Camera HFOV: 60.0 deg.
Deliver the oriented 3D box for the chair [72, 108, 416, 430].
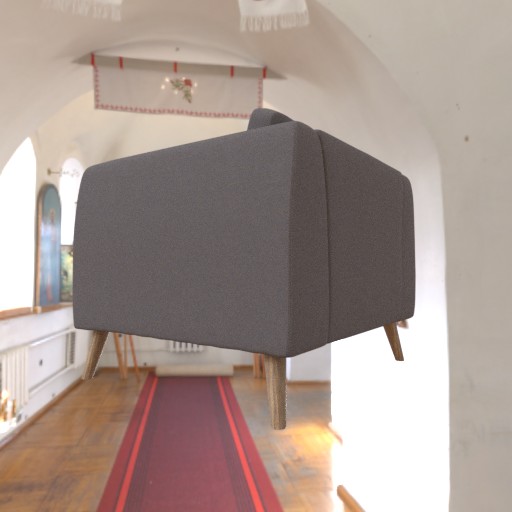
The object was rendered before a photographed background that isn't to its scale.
[{"bbox_3d":[0.000,0.000,1.698,0.930,0.860,1.000,-1,-1,36],"label":"chair"}]
